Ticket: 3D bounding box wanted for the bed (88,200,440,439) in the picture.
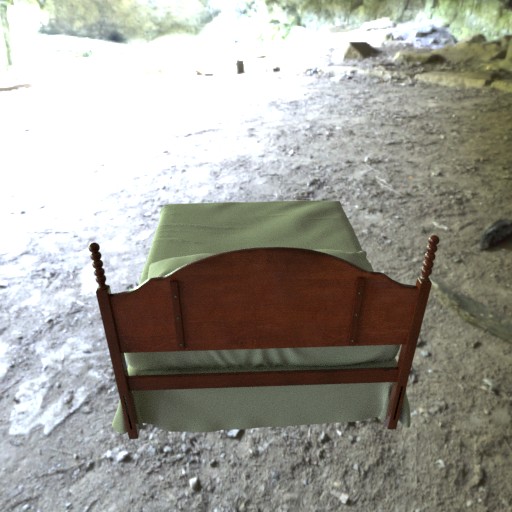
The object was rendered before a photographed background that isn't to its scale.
[{"bbox_3d":[0.000,0.000,3.257,1.873,1.356,2.040,-1,31,-2],"label":"bed"}]
